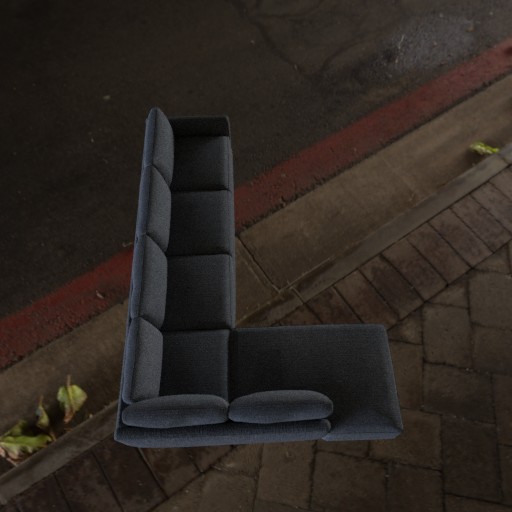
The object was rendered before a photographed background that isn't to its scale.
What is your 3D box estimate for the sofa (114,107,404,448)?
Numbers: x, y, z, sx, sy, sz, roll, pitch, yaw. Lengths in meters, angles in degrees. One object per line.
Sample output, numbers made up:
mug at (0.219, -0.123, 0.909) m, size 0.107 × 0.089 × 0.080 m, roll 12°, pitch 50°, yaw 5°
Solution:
sofa at (0.000, 0.000, 3.788) m, size 2.007 × 0.815 × 2.949 m, roll -2°, pitch 62°, yaw -1°
